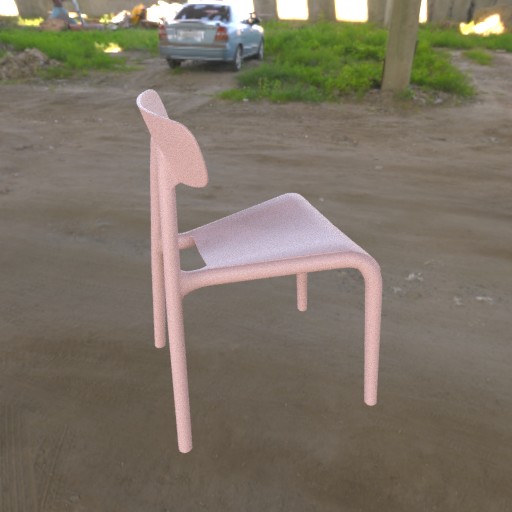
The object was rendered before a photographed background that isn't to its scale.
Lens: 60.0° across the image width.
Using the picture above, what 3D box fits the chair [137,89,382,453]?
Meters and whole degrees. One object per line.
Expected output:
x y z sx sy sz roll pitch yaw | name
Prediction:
0.000 0.000 0.841 0.401 0.580 0.356 -10 32 -17 | chair
